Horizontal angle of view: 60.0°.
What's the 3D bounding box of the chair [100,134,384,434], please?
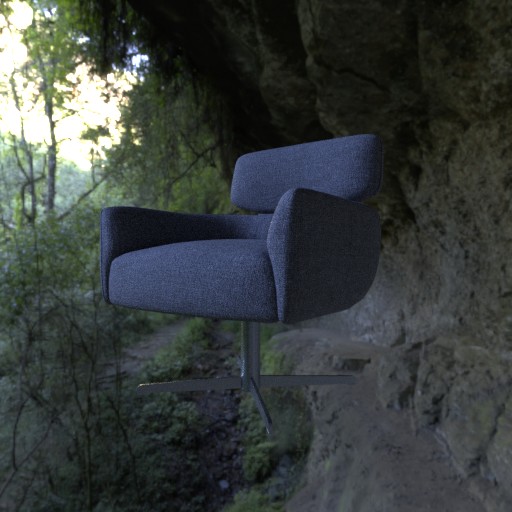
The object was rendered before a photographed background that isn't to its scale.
[{"bbox_3d":[0.000,0.000,1.368,0.706,0.812,0.715,0,1,36],"label":"chair"}]
